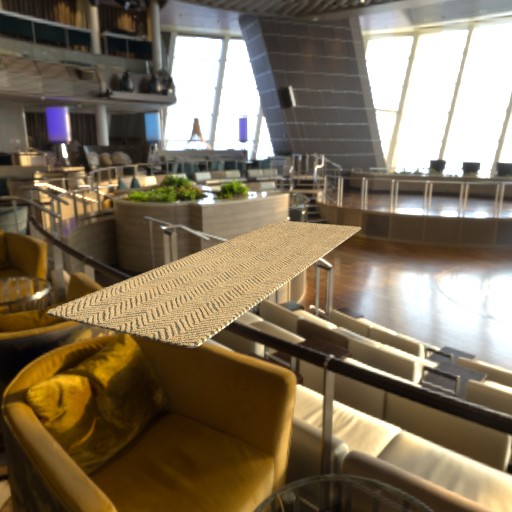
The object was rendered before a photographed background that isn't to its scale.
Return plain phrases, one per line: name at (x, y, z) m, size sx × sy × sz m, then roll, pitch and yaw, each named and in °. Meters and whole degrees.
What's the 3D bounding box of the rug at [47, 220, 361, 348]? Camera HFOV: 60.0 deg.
rug at (0.000, 0.000, 2.532) m, size 0.686 × 0.008 × 2.286 m, roll 7°, pitch 16°, yaw 25°
